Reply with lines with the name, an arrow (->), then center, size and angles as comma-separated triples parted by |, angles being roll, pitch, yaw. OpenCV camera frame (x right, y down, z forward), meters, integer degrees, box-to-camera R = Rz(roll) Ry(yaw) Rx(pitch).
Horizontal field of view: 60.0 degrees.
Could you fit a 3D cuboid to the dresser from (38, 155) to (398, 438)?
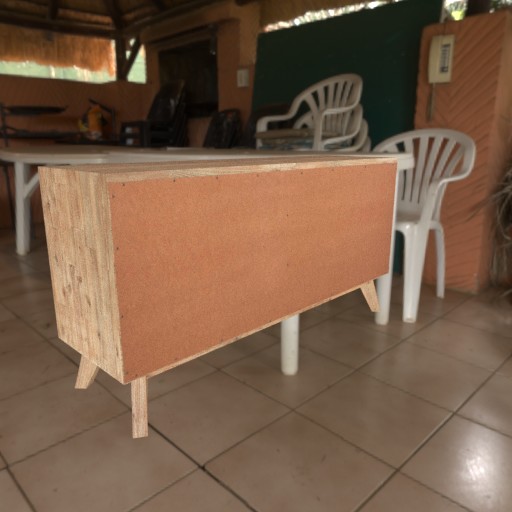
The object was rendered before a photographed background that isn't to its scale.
dresser -> 0.000, 0.000, 1.918 | 0.455, 0.805, 1.554 | 14, 20, 43
